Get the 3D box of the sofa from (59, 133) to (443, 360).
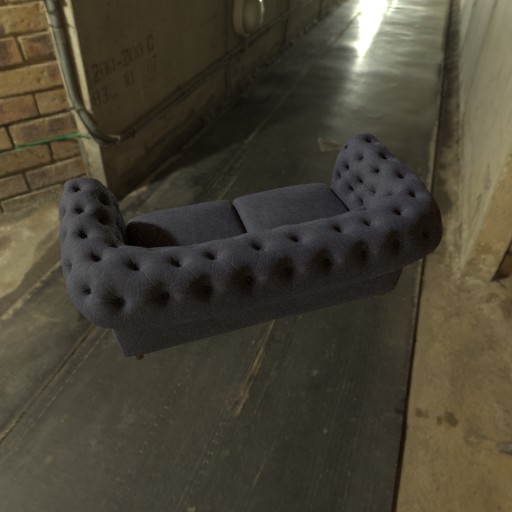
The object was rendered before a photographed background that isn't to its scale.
[{"bbox_3d":[0.000,0.000,2.539,1.988,0.833,1.082,-12,43,-13],"label":"sofa"}]
